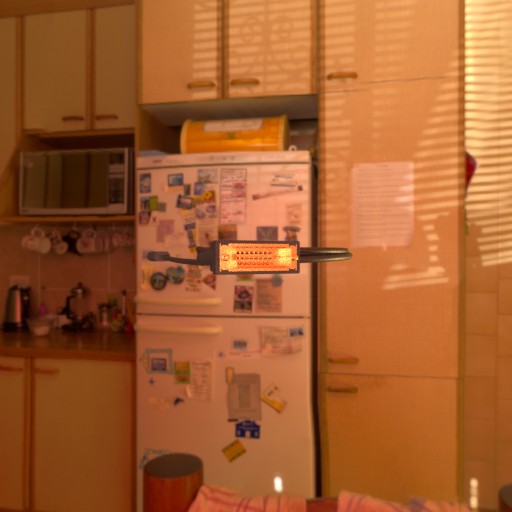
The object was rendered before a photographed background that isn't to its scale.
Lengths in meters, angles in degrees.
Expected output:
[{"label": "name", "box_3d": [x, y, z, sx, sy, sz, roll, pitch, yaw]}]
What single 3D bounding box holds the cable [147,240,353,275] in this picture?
[{"label": "cable", "box_3d": [0.000, 0.000, 0.338, 0.136, 0.015, 0.281, 0, 0, -20]}]
